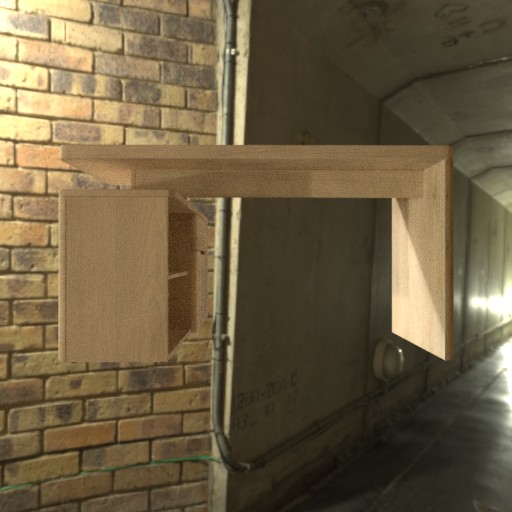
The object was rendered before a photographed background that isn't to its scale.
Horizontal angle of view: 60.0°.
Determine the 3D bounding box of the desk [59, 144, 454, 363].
[{"bbox_3d":[0.000,0.000,2.127,1.400,0.770,1.175,0,0,-1],"label":"desk"}]
